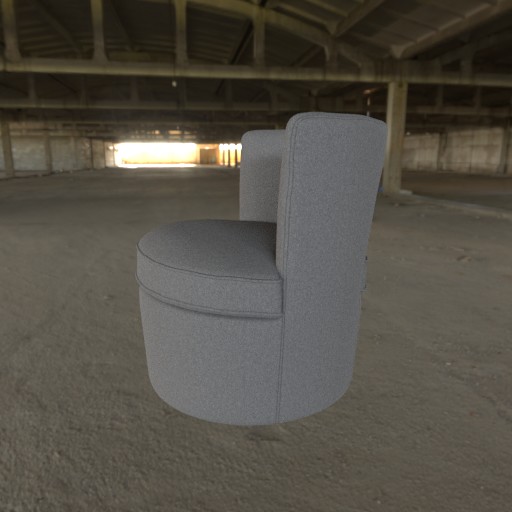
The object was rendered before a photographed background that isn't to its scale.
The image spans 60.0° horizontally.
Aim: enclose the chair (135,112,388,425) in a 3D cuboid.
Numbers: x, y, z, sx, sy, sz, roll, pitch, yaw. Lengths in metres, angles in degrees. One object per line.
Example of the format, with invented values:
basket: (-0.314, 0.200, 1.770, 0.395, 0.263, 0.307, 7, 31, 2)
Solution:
chair: (0.000, 0.000, 1.247, 0.660, 0.719, 0.689, -2, 13, -9)
